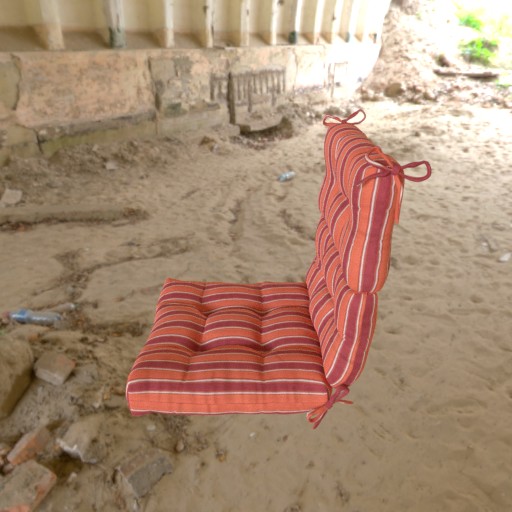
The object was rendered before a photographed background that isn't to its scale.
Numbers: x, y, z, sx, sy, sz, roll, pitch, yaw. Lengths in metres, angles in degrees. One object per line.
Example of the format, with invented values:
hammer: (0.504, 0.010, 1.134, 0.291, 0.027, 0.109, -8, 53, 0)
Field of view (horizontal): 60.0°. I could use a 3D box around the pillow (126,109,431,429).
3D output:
pillow: (0.000, 0.000, 1.046, 0.571, 0.605, 0.519, 0, 26, 0)
